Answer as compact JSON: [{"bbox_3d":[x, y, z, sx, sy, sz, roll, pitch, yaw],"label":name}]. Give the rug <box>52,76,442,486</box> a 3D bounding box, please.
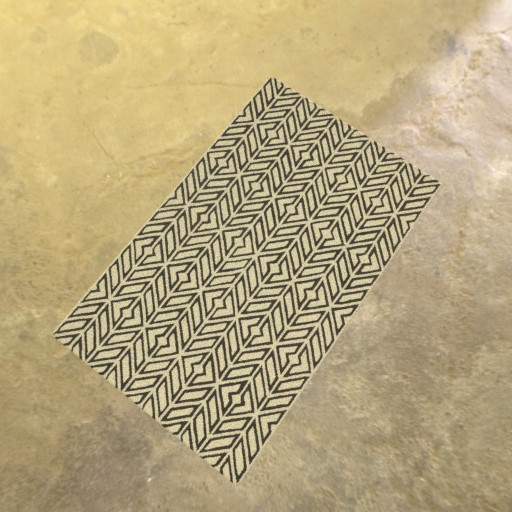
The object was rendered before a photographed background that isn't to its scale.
[{"bbox_3d":[0.000,0.000,3.025,1.523,0.008,2.438,35,78,9],"label":"rug"}]
